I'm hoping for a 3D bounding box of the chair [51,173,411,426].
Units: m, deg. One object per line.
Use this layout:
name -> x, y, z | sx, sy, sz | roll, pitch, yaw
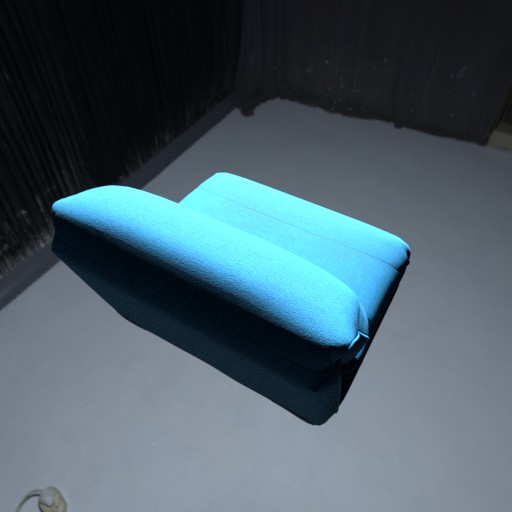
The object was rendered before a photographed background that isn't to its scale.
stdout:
chair -> 0.000, 0.000, 1.345 | 0.820, 0.580, 0.780 | 24, 52, 20
